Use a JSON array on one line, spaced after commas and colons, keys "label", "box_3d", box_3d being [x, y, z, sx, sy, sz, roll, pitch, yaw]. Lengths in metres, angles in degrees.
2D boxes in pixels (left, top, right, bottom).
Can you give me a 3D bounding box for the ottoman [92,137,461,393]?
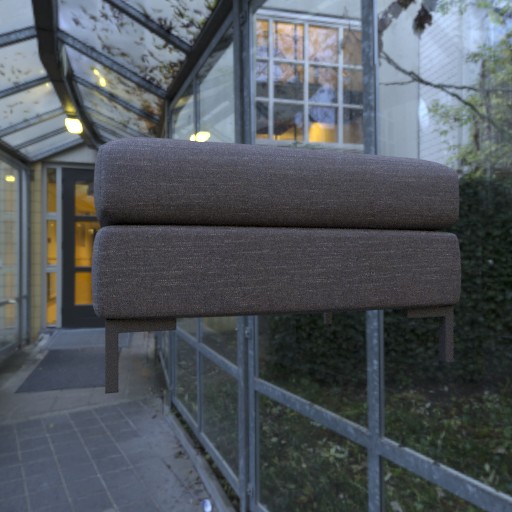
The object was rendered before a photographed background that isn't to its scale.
[{"label": "ottoman", "box_3d": [0.000, 0.000, 1.200, 0.820, 0.490, 0.671, 0, 0, -18]}]
